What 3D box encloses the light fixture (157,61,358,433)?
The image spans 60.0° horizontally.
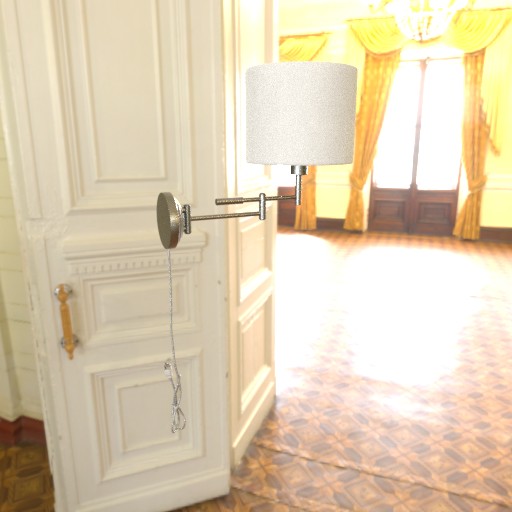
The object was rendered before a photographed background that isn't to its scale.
[{"bbox_3d":[0.000,0.000,1.062,0.479,0.842,0.253,-7,16,-25],"label":"light fixture"}]
